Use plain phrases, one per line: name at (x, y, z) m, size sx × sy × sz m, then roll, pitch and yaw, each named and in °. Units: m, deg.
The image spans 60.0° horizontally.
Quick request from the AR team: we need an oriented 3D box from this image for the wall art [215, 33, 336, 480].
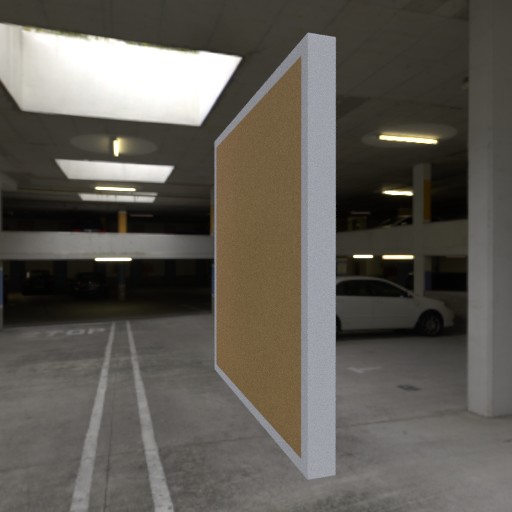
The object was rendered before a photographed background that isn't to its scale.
wall art at (0.000, 0.000, 0.750) m, size 0.035 × 0.507 × 0.508 m, roll 0°, pitch 0°, yaw -17°
